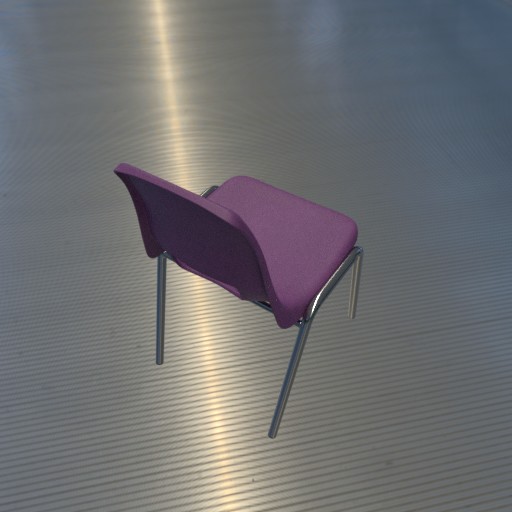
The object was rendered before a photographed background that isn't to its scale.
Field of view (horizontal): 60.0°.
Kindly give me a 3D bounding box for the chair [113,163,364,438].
[{"bbox_3d":[0.000,0.000,0.935,0.381,0.654,0.432,26,52,22],"label":"chair"}]
